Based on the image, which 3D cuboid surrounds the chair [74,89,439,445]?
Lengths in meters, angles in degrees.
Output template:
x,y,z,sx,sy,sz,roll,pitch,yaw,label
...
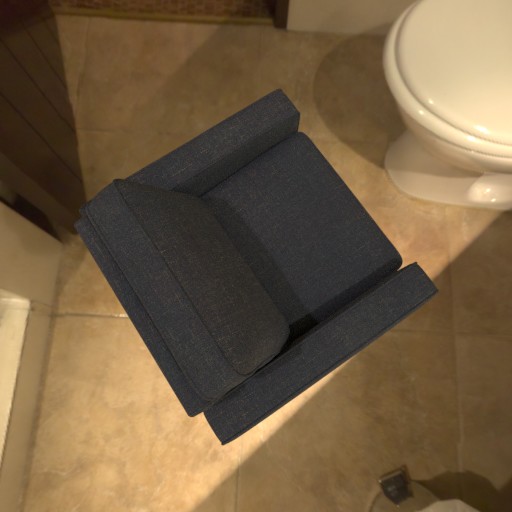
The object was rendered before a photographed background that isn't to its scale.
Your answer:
x,y,z,sx,sy,sz,roll,pitch,yaw,label
0.000,0.000,1.699,0.940,0.919,1.017,-33,78,-8,chair
